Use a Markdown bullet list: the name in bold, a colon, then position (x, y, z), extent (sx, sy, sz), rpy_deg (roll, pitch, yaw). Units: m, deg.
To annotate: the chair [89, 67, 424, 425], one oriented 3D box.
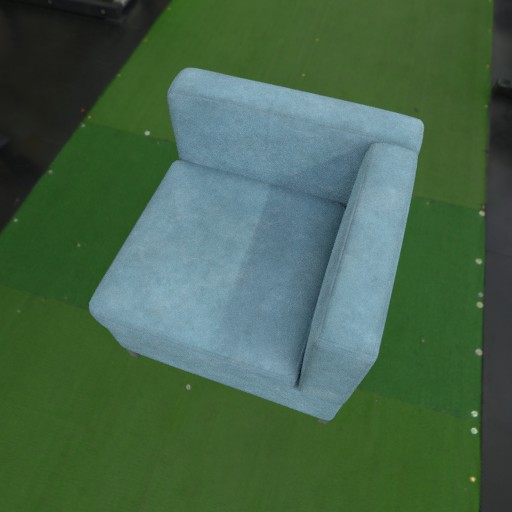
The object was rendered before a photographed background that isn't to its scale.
- **chair**: position (0.000, 0.000, 1.258), extent (0.691, 0.660, 0.684), rpy_deg (16, 60, 10)
